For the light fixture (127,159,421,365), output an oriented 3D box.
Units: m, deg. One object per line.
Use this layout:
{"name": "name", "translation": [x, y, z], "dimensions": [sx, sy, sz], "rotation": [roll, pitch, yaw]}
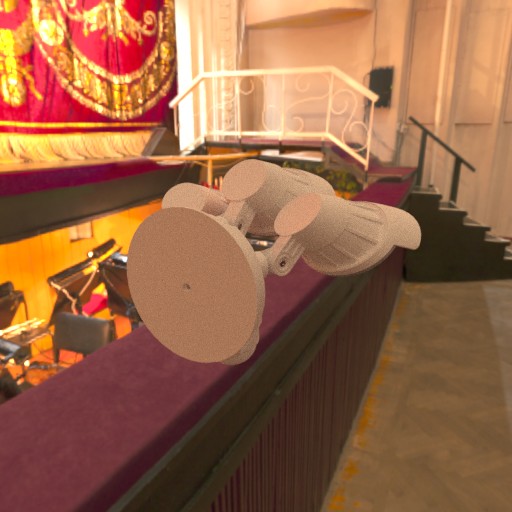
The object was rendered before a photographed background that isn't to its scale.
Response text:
{"name": "light fixture", "translation": [0.000, 0.000, 0.554], "dimensions": [0.369, 0.237, 0.278], "rotation": [9, 19, 28]}
